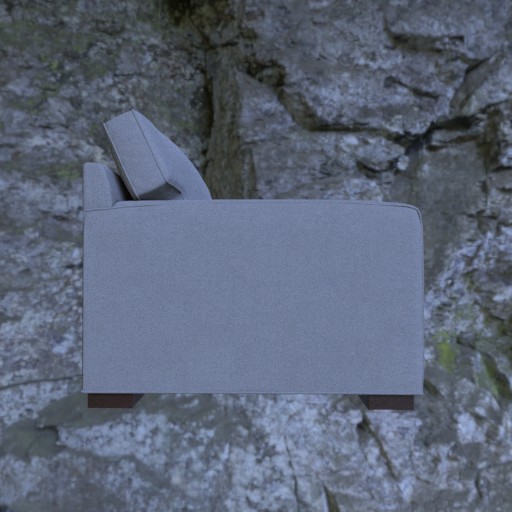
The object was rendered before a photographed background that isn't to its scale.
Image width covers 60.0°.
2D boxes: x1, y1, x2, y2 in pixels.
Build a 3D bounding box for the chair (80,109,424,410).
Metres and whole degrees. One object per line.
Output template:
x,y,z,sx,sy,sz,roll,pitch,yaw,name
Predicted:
0.000,0.000,1.819,1.044,0.934,0.999,0,-1,1,chair
